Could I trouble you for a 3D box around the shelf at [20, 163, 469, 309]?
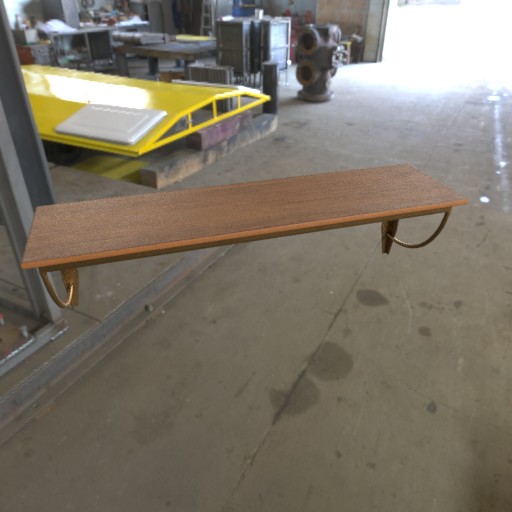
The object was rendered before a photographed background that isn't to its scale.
[{"bbox_3d":[0.000,0.000,0.722,0.636,0.190,0.166,-9,33,-14],"label":"shelf"}]
